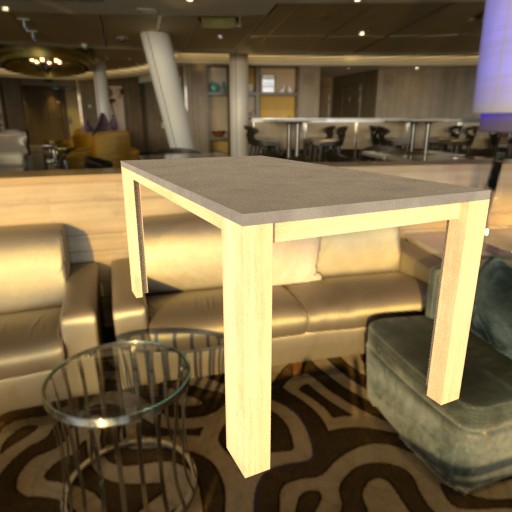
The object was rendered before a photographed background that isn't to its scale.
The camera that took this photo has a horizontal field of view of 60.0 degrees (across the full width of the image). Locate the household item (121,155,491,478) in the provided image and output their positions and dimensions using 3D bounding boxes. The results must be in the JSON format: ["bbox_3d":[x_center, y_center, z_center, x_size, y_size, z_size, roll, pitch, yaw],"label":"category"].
[{"bbox_3d":[0.000,0.000,2.002,0.850,0.755,1.600,-8,19,-25],"label":"household item"}]
